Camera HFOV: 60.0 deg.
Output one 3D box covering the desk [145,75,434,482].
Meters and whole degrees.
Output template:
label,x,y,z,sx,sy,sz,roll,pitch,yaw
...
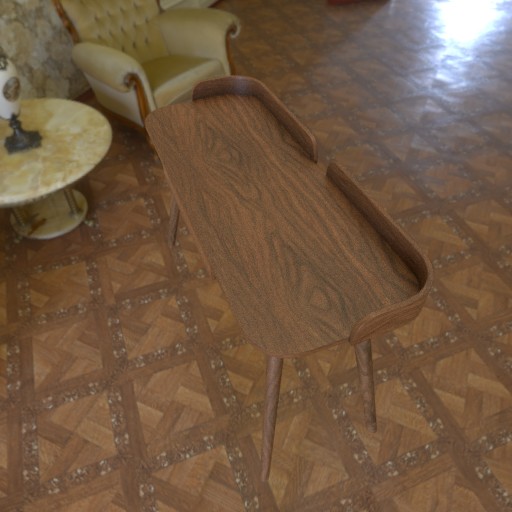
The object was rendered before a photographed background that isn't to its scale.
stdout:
label,x,y,z,sx,sy,sz,roll,pitch,yaw
desk,0.000,0.000,1.644,0.486,0.800,1.256,-17,48,-15
